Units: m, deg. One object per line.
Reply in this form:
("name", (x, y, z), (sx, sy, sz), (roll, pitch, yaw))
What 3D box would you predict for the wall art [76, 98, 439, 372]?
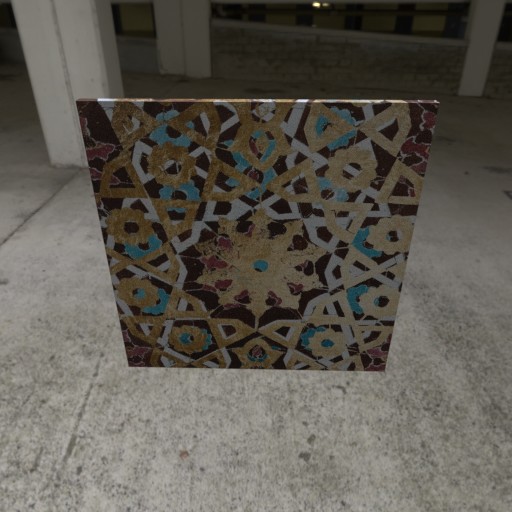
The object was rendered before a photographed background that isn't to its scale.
("wall art", (0.000, 0.000, 1.127), (0.757, 0.762, 0.028), (1, 31, 1))
